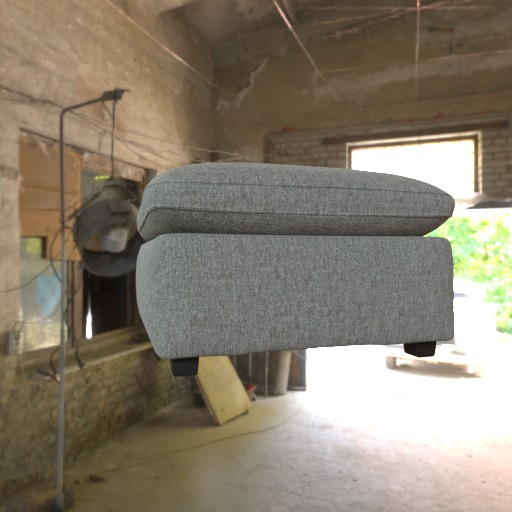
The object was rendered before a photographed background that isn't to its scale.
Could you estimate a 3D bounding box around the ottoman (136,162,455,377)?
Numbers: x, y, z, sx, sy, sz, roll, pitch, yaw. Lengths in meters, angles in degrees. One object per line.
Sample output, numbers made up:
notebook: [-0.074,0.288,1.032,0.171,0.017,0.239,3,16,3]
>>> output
ottoman: [0.000,0.000,1.337,0.694,0.451,0.977,0,0,-16]
